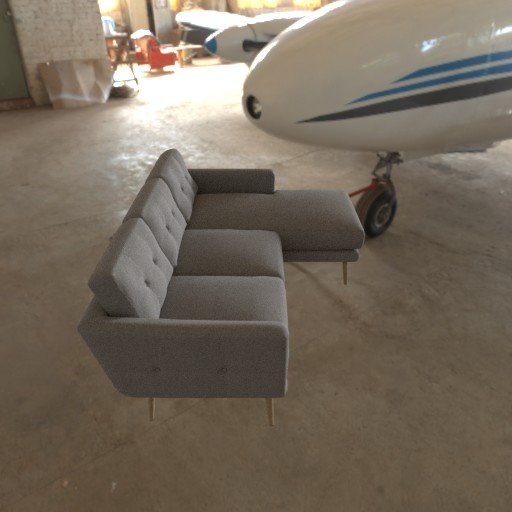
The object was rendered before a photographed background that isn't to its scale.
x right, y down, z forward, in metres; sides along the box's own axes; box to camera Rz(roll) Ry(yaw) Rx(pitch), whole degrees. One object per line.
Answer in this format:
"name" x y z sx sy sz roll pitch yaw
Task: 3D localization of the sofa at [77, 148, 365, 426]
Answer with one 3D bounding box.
"sofa" 0.000 0.000 2.833 1.530 0.860 2.040 0 31 0
